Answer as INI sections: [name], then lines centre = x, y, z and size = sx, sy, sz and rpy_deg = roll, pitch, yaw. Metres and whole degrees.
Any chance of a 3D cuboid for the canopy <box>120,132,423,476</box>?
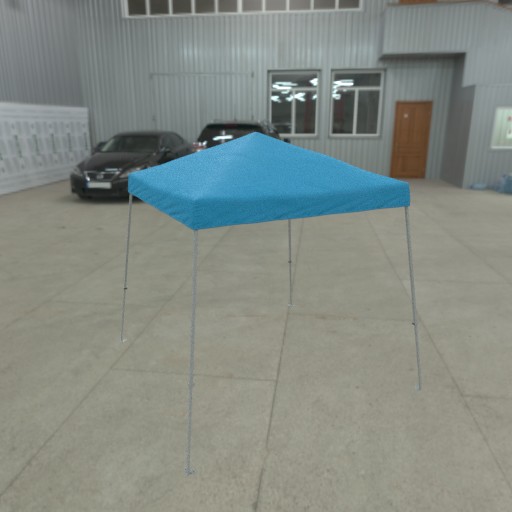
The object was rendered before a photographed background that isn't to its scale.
[canopy]
centre = 0.000, 0.000, 5.288
size = 2.849, 2.850, 2.850
rpy_deg = -8, 18, -26
